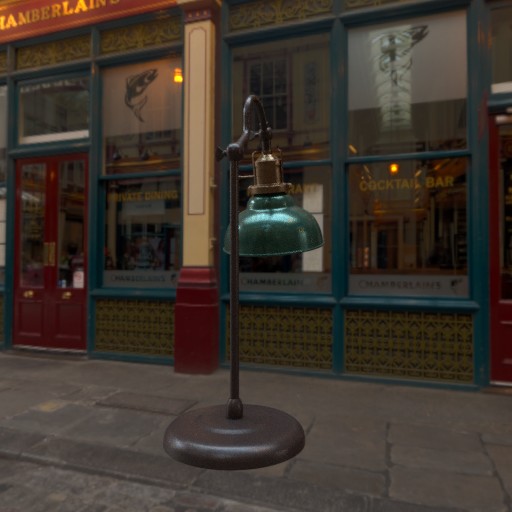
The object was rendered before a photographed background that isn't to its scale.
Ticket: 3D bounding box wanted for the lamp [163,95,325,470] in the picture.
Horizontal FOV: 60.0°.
[{"bbox_3d":[0.000,0.000,0.701,0.192,0.508,0.374,-1,-2,19],"label":"lamp"}]
